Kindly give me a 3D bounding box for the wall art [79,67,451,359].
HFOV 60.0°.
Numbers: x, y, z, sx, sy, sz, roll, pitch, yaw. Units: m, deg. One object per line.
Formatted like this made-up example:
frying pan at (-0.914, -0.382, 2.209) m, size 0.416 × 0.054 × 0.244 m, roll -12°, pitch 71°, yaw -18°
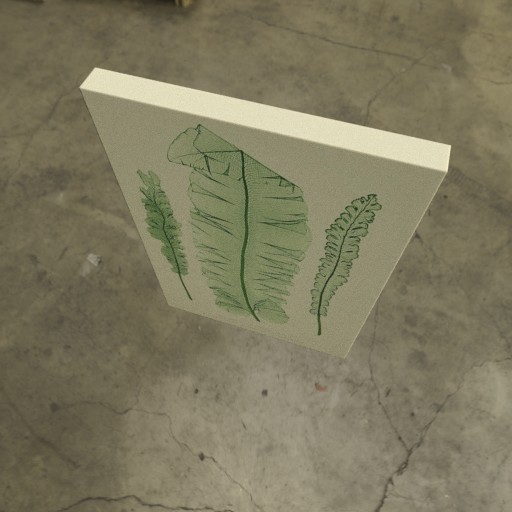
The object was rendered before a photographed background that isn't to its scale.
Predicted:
wall art at (0.000, 0.000, 0.751) m, size 0.418 × 0.608 × 0.038 m, roll 15°, pitch 60°, yaw 9°
